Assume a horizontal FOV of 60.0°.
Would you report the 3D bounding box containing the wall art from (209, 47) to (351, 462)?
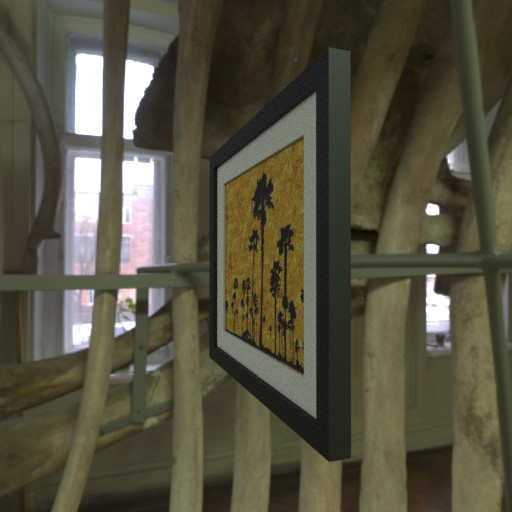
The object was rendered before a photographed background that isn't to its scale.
[{"bbox_3d":[0.000,0.000,0.759,0.028,0.460,0.561,0,-1,-20],"label":"wall art"}]
